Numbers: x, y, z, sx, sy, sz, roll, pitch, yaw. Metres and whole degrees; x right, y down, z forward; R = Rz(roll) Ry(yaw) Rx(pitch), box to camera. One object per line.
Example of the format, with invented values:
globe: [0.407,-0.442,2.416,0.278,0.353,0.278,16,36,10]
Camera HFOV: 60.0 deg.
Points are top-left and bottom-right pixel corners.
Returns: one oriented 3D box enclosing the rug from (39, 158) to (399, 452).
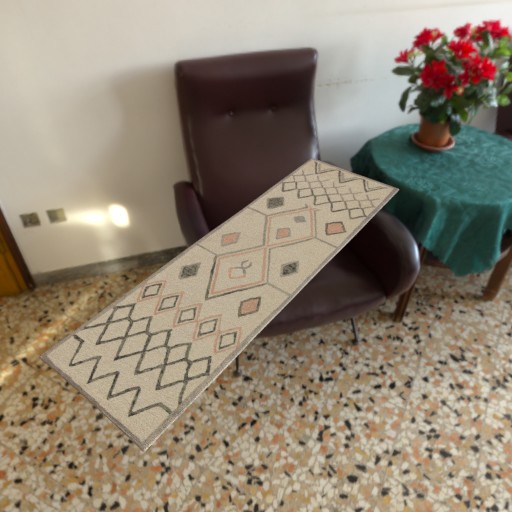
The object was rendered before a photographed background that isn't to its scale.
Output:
rug: [0.000,0.000,2.672,0.750,0.011,2.435,27,48,27]
